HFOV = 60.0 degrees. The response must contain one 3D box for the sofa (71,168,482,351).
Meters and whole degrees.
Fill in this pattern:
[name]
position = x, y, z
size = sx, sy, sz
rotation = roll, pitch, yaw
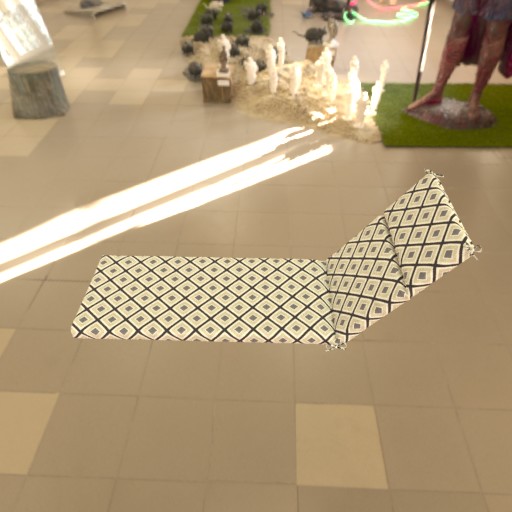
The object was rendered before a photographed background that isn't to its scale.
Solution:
[sofa]
position = 0.000, 0.000, 1.992
size = 1.663, 0.622, 0.582
rotation = 1, 42, 1
